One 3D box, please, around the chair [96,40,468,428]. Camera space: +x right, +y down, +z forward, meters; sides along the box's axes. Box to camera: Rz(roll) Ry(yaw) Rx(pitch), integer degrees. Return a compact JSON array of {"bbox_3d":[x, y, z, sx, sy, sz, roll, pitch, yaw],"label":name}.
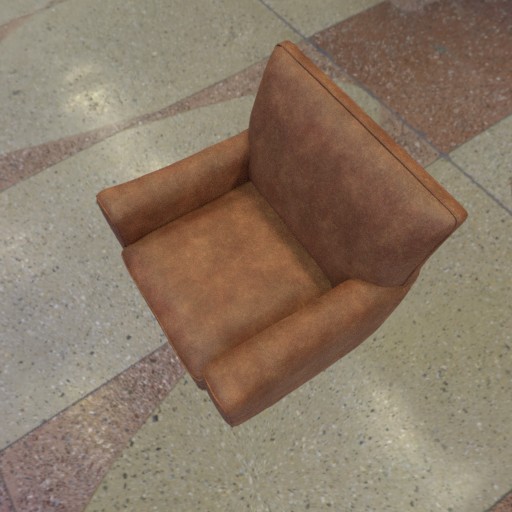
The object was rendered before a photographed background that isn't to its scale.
[{"bbox_3d":[0.000,0.000,1.591,0.823,0.943,0.870,-30,66,-15],"label":"chair"}]
